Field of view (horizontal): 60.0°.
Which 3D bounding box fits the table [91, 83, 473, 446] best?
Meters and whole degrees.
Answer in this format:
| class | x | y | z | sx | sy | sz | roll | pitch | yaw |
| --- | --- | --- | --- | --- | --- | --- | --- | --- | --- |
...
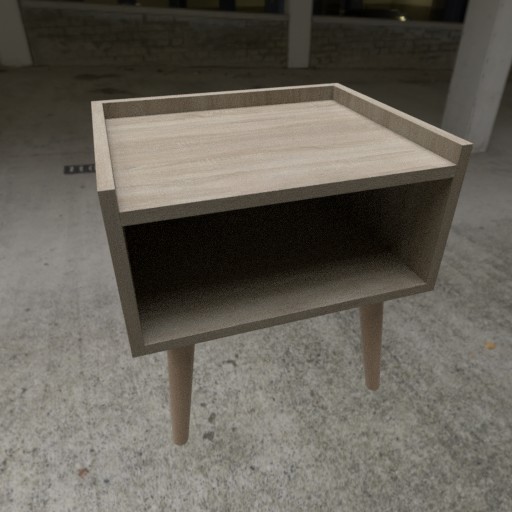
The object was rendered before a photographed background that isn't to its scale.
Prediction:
| class | x | y | z | sx | sy | sz | roll | pitch | yaw |
| --- | --- | --- | --- | --- | --- | --- | --- | --- | --- |
| table | 0.000 | 0.000 | 0.769 | 0.450 | 0.470 | 0.370 | -10 | 34 | -15 |
